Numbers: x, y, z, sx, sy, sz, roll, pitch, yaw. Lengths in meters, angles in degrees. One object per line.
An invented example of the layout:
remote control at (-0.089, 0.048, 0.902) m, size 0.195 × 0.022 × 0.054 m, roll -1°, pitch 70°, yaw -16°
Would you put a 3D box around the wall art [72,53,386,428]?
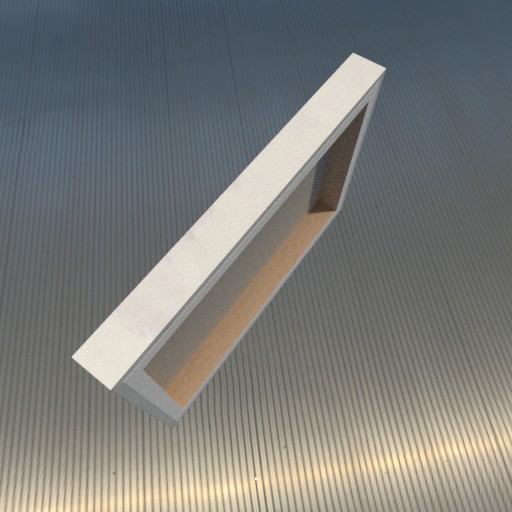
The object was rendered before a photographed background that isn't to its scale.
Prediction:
wall art at (0.000, 0.000, 0.485) m, size 0.038 × 0.254 × 0.381 m, roll 33°, pitch 68°, yaw 15°
